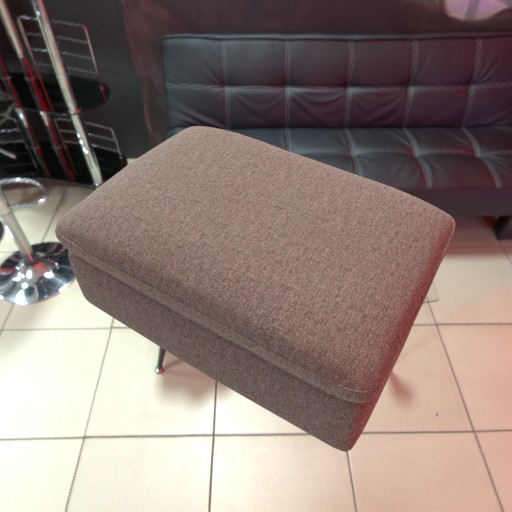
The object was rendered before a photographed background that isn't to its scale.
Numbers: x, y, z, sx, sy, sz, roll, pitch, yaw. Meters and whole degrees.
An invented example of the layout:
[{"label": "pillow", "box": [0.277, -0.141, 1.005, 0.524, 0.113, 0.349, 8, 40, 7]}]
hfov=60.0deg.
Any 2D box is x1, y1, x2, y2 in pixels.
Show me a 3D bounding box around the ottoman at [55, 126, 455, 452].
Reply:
[{"label": "ottoman", "box": [0.000, 0.000, 1.351, 0.977, 0.451, 0.694, 24, 51, 22]}]
